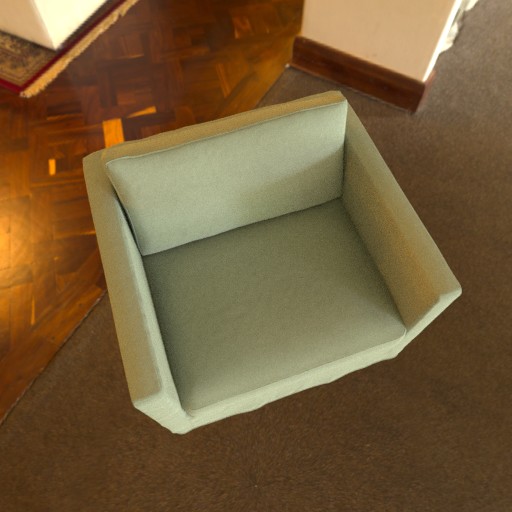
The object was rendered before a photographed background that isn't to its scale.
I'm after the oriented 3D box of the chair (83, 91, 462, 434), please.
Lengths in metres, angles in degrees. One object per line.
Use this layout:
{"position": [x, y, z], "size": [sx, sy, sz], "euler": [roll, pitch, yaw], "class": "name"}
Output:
{"position": [0.000, 0.000, 1.701], "size": [1.057, 0.863, 0.949], "euler": [-17, 64, -9], "class": "chair"}
